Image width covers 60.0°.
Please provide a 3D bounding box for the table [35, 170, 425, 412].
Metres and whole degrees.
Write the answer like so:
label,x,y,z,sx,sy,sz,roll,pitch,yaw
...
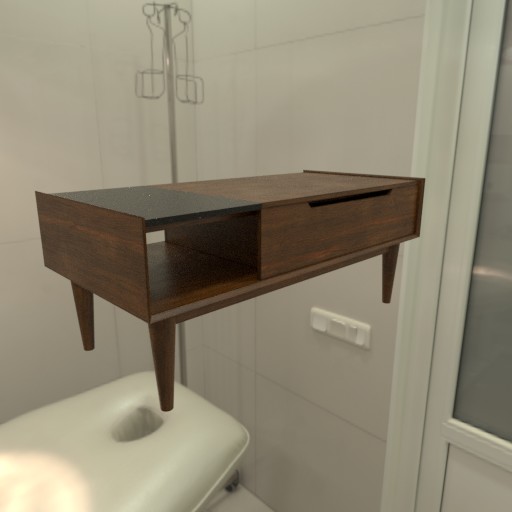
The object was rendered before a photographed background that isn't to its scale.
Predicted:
label,x,y,z,sx,sy,sz,roll,pitch,yaw
table,0.000,0.000,1.569,1.221,0.508,0.610,-14,21,-42
